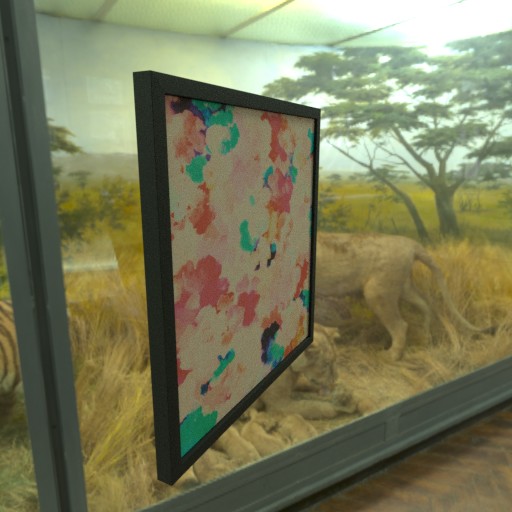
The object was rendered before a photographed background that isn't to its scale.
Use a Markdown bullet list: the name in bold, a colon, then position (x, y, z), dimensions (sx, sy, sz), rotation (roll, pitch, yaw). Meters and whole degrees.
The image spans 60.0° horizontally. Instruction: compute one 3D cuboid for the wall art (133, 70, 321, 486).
- **wall art**: position (0.000, 0.000, 0.446), dimensions (0.015, 0.304, 0.306), rotation (7, 15, 27)
